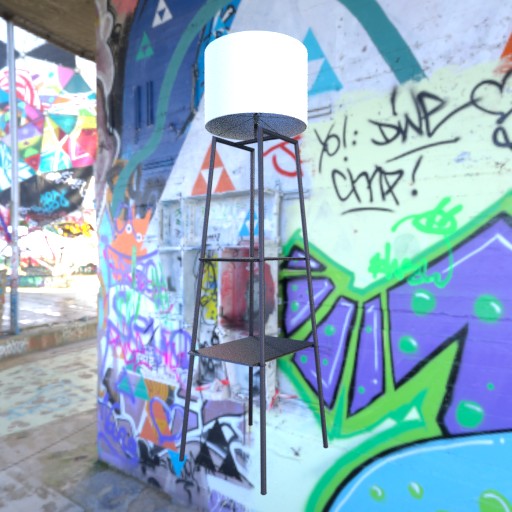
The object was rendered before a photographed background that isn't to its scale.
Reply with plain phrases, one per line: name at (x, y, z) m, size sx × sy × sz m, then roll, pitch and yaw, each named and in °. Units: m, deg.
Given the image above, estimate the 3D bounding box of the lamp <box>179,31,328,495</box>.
lamp at (0.000, 0.000, 1.640) m, size 0.384 × 1.474 × 0.427 m, roll 0°, pitch 1°, yaw 37°
